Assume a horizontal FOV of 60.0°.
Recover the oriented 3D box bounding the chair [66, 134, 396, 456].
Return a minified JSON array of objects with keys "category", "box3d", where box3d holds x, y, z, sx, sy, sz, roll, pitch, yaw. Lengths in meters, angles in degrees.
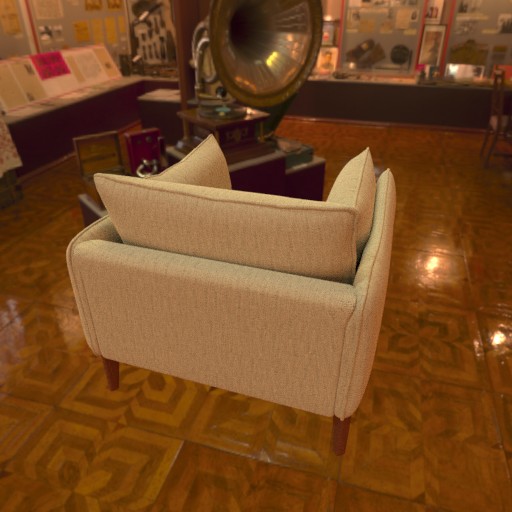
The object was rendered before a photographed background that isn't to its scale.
[{"category":"chair","box3d":[0.000,0.000,1.726,0.994,0.855,0.991,10,33,16]}]
